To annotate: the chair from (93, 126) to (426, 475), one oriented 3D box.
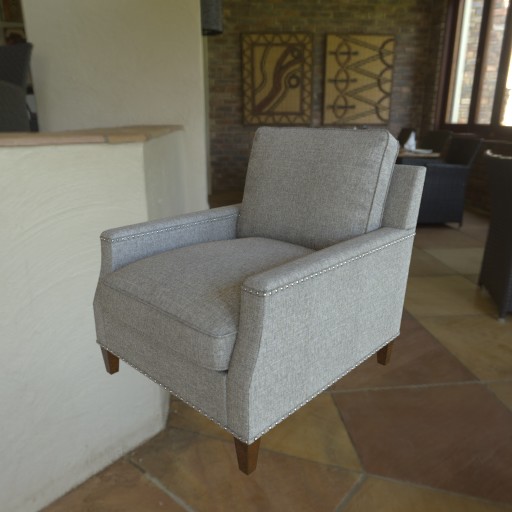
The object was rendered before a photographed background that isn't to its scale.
[{"bbox_3d":[0.000,0.000,1.709,0.853,0.943,1.014,16,23,41],"label":"chair"}]
